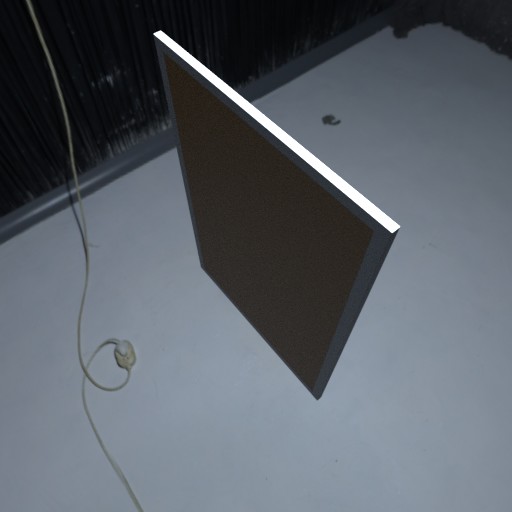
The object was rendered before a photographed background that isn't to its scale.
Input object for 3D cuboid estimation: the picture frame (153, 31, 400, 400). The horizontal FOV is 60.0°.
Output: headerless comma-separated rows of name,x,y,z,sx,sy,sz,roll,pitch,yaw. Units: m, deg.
picture frame,0.000,0.000,0.828,0.013,0.657,0.457,-34,64,-20
